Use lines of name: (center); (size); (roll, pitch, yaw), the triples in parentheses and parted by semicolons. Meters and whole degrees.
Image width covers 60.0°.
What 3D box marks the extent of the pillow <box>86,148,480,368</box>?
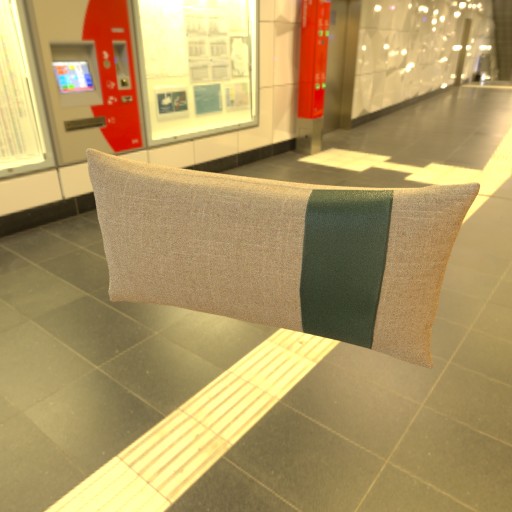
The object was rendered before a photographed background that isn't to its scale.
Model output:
pillow: (0.000, 0.000, 1.017); (0.859, 0.429, 0.197); (8, 27, 17)
